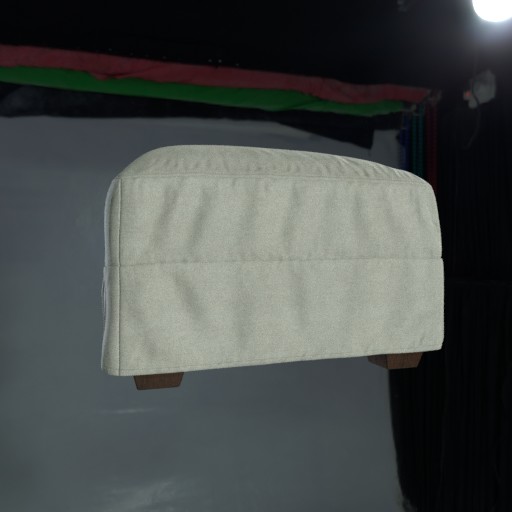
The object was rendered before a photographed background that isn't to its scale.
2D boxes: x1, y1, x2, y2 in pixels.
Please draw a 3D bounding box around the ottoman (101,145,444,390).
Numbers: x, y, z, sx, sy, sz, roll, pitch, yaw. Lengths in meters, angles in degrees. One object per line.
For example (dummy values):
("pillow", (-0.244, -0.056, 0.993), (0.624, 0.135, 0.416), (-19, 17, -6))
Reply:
("ottoman", (0.000, 0.000, 1.089), (0.712, 0.480, 0.584), (0, -1, -17))
